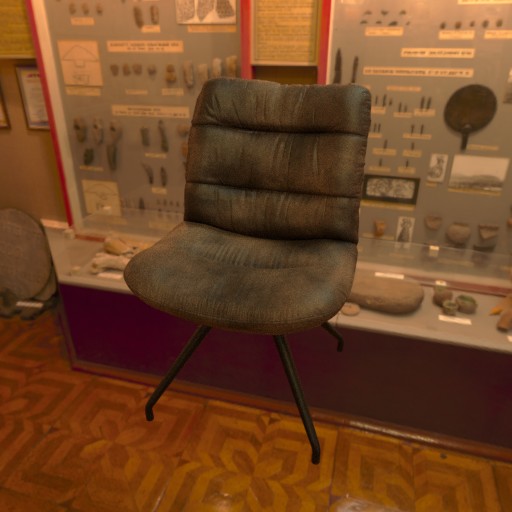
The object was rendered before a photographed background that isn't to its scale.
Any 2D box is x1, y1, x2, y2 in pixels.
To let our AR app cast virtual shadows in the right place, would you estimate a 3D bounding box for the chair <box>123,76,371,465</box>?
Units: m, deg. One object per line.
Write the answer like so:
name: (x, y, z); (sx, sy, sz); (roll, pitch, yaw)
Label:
chair: (0.000, 0.000, 1.224); (0.549, 0.870, 0.622); (8, 28, 15)
